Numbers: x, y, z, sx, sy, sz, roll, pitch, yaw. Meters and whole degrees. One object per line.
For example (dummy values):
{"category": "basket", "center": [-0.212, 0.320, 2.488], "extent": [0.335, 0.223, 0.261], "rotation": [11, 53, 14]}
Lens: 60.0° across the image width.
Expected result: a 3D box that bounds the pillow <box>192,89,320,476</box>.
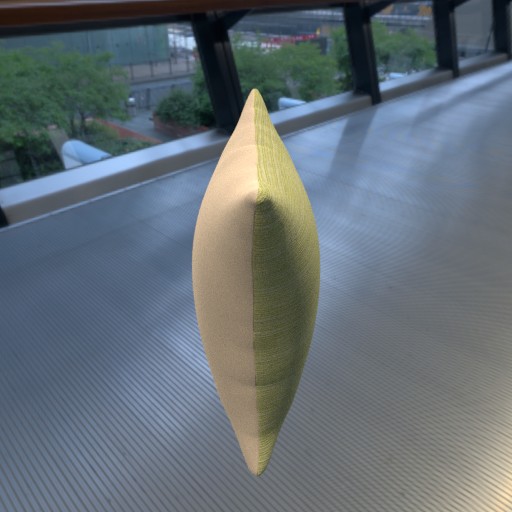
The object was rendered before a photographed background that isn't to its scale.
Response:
{"category": "pillow", "center": [0.000, 0.000, 0.807], "extent": [0.229, 0.487, 0.560], "rotation": [0, 31, 0]}
